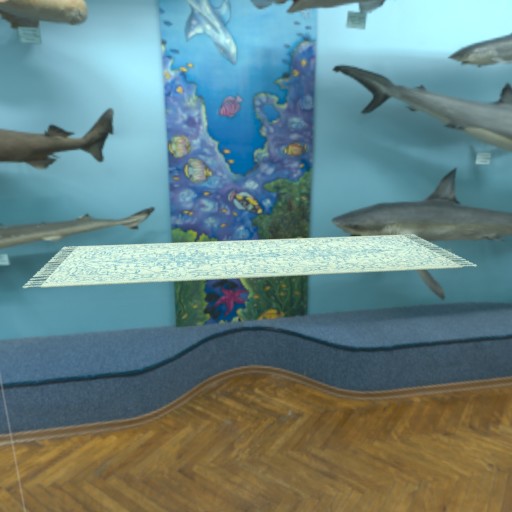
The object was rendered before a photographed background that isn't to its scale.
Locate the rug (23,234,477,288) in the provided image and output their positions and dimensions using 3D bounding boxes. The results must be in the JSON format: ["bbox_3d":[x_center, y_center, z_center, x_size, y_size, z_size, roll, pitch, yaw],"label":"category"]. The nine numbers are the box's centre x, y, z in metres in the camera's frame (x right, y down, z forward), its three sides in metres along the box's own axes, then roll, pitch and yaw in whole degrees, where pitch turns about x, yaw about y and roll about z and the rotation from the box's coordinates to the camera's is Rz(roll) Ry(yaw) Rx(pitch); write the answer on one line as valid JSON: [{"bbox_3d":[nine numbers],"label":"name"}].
[{"bbox_3d":[0.000,0.000,2.716,2.449,0.011,0.774,-2,17,-8],"label":"rug"}]
